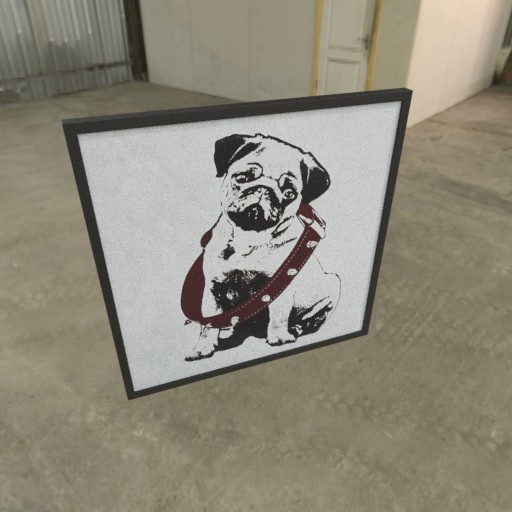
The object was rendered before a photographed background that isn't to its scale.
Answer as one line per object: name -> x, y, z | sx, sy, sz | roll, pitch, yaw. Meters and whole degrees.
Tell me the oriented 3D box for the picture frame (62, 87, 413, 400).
picture frame -> 0.000, 0.000, 1.154 | 0.775, 0.775, 0.032 | -11, 35, -17
